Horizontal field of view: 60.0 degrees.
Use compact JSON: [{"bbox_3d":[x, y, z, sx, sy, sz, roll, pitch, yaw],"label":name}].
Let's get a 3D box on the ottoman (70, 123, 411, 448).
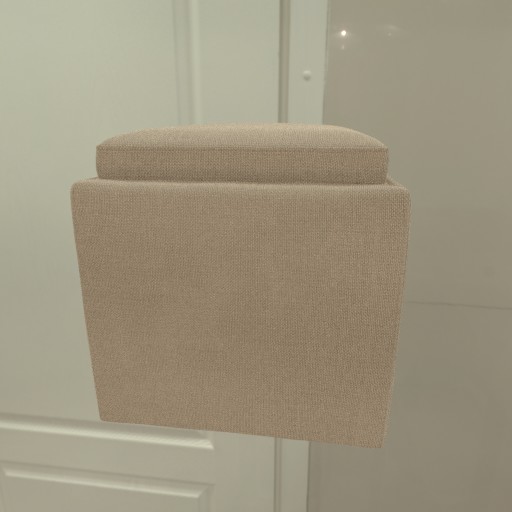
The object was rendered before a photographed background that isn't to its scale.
[{"bbox_3d":[0.000,0.000,0.800,0.451,0.460,0.450,2,17,8],"label":"ottoman"}]
